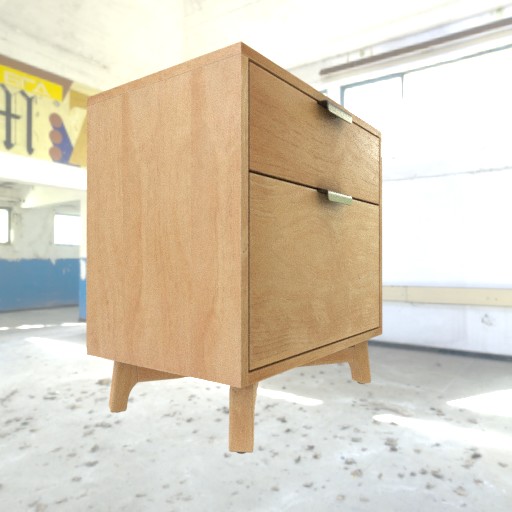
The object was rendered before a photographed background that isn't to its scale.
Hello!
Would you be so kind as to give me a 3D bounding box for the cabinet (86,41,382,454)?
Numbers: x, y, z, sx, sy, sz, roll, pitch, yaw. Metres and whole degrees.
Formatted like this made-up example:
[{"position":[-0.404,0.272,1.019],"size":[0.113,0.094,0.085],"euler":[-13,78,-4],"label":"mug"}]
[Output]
[{"position":[0.000,0.000,0.946],"size":[0.394,0.599,0.551],"euler":[0,0,36],"label":"cabinet"}]
